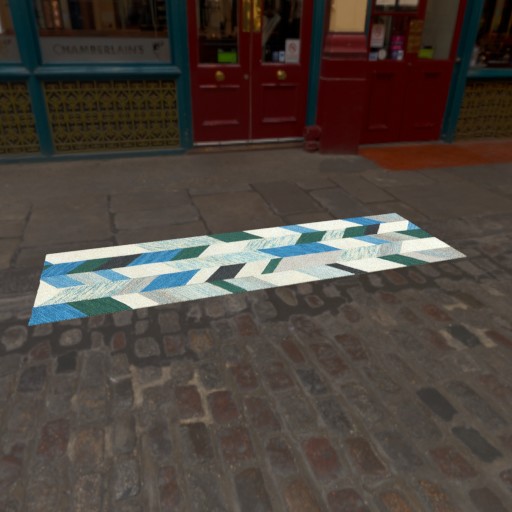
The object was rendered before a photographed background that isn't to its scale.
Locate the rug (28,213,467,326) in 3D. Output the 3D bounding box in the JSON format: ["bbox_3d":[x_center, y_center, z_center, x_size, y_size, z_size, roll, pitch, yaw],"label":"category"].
[{"bbox_3d":[0.000,0.000,2.689,2.437,0.008,0.774,-8,28,-15],"label":"rug"}]
